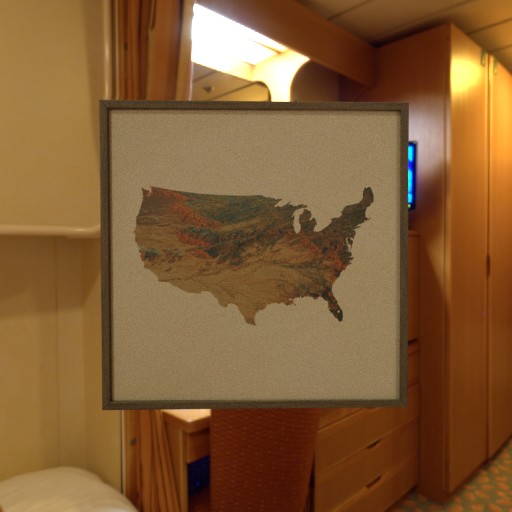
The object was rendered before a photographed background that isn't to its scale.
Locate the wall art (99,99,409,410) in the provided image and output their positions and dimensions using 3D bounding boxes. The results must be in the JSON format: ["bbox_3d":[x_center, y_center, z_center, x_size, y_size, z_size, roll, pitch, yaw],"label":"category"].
[{"bbox_3d":[0.000,0.000,0.739,0.508,0.507,0.016,0,1,-1],"label":"wall art"}]
